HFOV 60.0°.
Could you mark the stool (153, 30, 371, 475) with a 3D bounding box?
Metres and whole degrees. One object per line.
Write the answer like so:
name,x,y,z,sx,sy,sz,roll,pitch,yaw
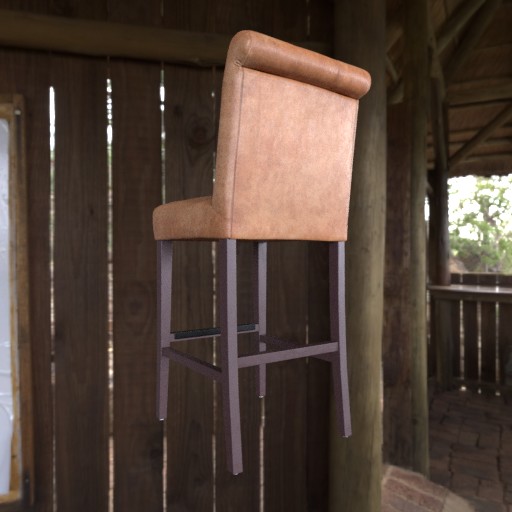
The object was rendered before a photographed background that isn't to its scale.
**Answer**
stool,0.000,0.000,1.445,0.493,1.140,0.601,0,0,-35
